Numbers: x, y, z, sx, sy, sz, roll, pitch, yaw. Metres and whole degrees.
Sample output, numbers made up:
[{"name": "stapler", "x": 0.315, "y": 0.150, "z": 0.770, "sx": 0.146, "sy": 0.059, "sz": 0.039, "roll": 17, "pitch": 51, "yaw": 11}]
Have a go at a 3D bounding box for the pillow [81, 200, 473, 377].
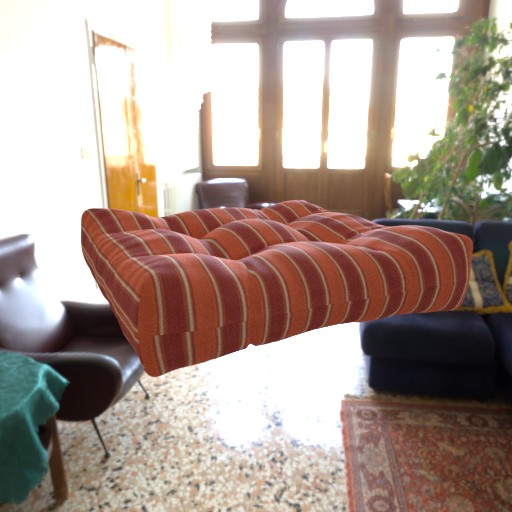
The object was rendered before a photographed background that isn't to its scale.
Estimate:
[{"name": "pillow", "x": 0.000, "y": 0.000, "z": 0.721, "sx": 0.490, "sy": 0.133, "sz": 0.468, "roll": -8, "pitch": 17, "yaw": -26}]
